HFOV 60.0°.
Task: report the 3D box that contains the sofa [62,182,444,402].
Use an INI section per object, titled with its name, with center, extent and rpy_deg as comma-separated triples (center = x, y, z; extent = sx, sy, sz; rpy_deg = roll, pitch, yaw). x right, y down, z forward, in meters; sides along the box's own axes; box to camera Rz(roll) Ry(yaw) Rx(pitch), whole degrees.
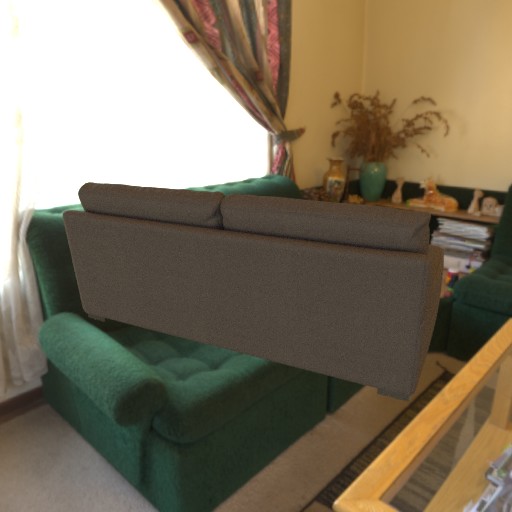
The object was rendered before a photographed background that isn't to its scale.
[sofa]
center = 0.000, 0.000, 2.900
extent = 2.271, 0.950, 1.140
rpy_deg = 9, 19, 25
